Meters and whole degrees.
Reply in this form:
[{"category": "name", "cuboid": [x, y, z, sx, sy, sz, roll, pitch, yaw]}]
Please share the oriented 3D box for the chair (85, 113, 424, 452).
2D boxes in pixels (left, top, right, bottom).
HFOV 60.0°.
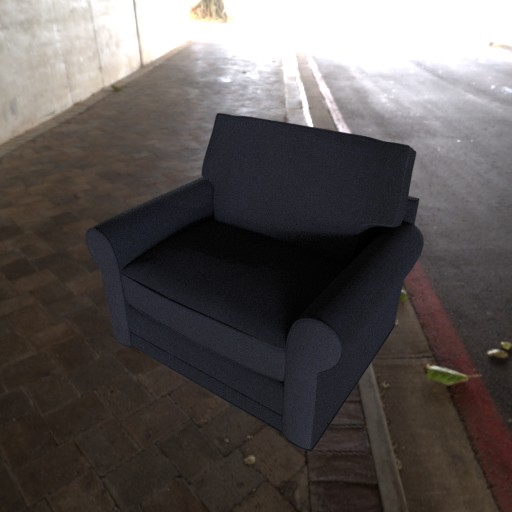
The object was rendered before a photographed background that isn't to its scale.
[{"category": "chair", "cuboid": [0.000, 0.000, 2.041, 1.285, 1.044, 0.963, 20, 36, 30]}]
